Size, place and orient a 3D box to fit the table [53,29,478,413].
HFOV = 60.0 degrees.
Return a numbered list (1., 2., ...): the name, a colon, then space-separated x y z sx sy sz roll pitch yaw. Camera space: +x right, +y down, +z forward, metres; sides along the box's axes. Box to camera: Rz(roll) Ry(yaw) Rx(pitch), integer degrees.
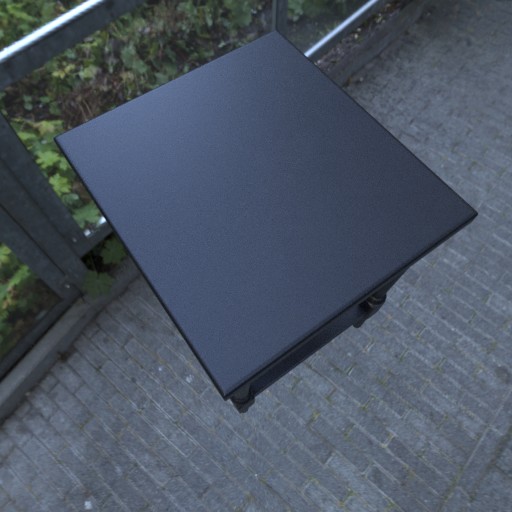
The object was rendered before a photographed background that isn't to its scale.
1. table: 0.000 0.000 0.919 0.442 0.565 0.488 -33 68 -15
